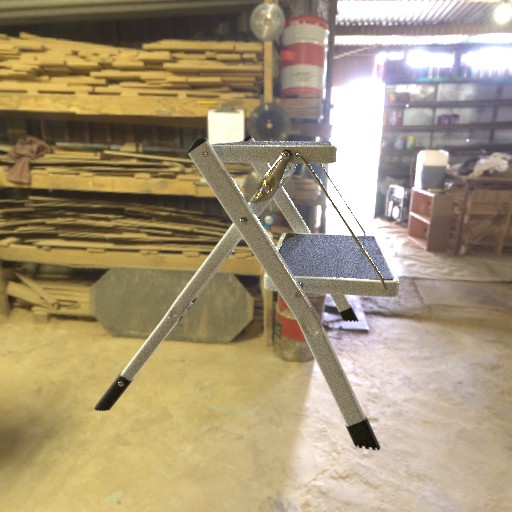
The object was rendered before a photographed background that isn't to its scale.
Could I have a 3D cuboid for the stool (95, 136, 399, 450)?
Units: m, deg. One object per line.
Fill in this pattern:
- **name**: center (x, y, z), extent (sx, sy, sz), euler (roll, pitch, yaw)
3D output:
- **stool**: center (0.000, 0.000, 0.855), extent (0.490, 0.445, 0.485), euler (2, 16, 8)
